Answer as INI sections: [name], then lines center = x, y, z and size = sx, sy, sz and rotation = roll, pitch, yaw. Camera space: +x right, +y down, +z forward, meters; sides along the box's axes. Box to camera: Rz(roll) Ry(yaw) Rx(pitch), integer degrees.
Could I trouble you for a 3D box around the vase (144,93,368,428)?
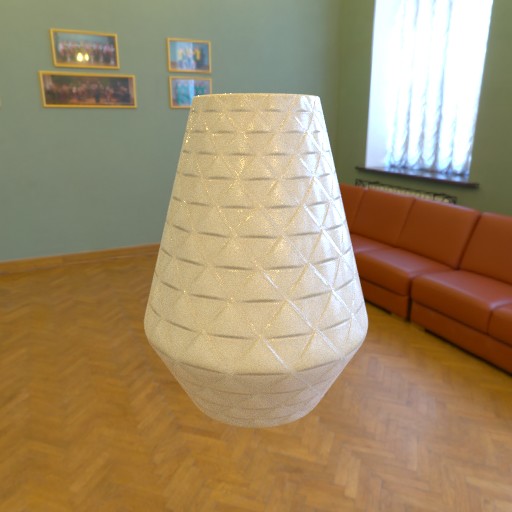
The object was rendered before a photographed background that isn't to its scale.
[vase]
center = 0.000, 0.000, 0.341
size = 0.175, 0.230, 0.175
rotation = 0, 17, 0
